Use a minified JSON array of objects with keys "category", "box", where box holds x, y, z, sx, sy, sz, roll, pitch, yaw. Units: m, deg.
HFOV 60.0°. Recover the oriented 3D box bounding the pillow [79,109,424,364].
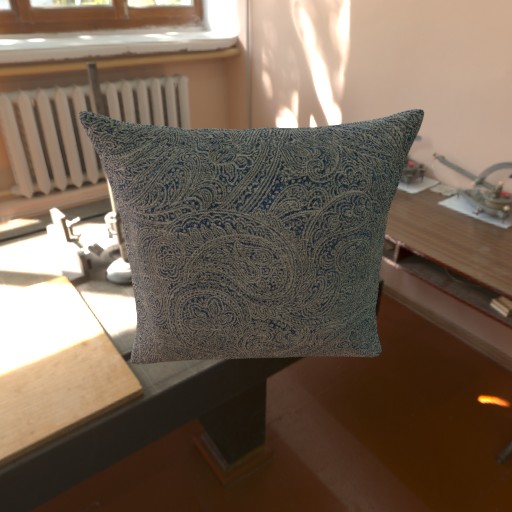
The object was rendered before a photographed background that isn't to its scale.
[{"category":"pillow","box":[0.000,0.000,0.793,0.523,0.510,0.166,-1,31,-2]}]
